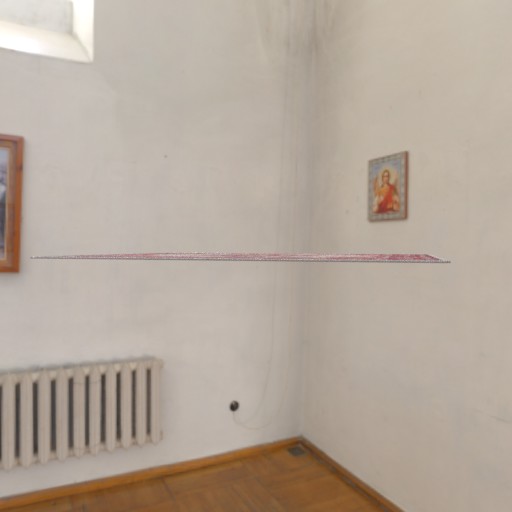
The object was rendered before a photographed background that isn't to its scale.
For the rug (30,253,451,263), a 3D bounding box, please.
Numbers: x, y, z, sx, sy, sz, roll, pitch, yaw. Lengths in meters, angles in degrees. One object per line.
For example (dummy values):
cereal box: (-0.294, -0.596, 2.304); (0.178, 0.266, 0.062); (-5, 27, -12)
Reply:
rug: (0.000, 0.000, 2.926); (2.232, 0.011, 1.555); (0, 1, 19)
